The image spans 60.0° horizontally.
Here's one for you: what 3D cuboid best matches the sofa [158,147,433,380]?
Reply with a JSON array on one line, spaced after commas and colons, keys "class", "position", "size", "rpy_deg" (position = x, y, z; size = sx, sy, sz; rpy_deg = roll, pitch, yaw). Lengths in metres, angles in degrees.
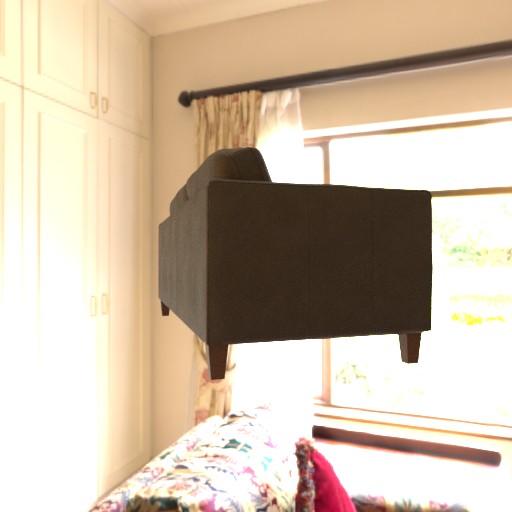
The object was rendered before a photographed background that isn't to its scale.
[{"class": "sofa", "position": [0.000, 0.000, 2.523], "size": [0.933, 0.863, 1.971], "rpy_deg": [0, 0, -17]}]
